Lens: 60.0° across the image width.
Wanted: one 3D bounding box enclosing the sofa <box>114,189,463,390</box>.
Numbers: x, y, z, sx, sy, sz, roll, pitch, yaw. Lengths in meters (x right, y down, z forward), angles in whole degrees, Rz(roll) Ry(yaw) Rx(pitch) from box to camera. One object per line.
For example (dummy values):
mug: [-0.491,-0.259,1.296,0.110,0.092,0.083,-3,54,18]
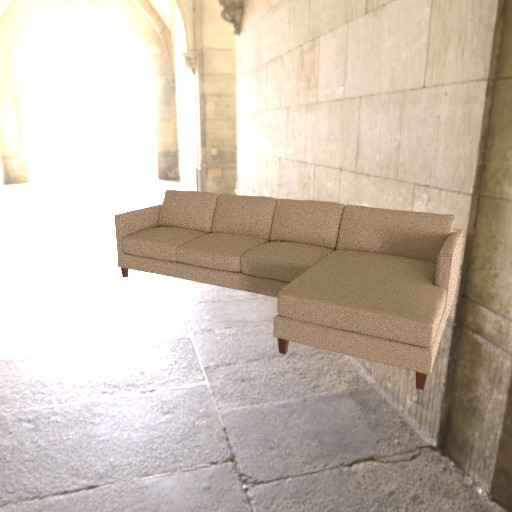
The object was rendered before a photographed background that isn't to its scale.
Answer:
sofa: [0.000,0.000,3.905,3.186,0.861,1.625,9,18,27]
